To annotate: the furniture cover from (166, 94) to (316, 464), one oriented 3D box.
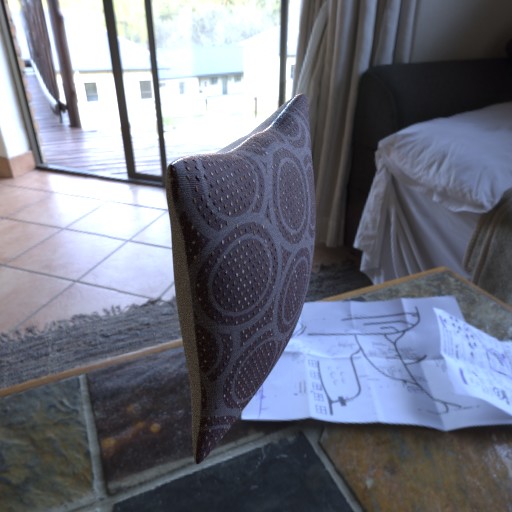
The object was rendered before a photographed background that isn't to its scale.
[{"bbox_3d":[0.000,0.000,0.835,0.193,0.509,0.552,10,30,18],"label":"furniture cover"}]
